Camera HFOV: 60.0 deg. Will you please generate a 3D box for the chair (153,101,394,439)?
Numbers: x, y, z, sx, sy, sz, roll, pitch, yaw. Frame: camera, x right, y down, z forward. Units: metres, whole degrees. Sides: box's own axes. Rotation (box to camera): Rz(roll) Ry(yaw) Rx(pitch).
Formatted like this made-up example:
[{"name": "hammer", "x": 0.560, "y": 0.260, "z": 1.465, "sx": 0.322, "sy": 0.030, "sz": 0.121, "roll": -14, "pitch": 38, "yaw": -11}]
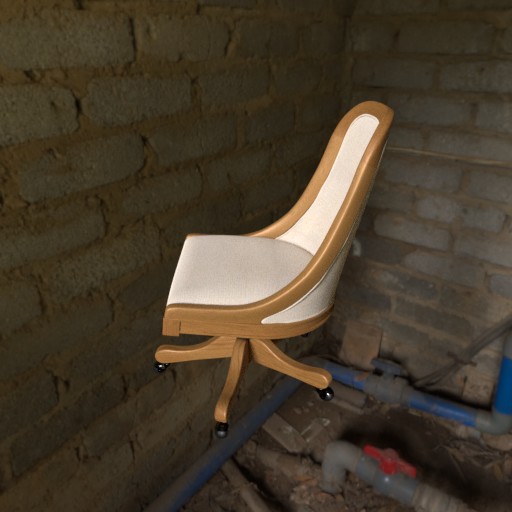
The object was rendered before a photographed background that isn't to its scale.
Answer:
[{"name": "chair", "x": 0.000, "y": 0.000, "z": 1.549, "sx": 0.811, "sy": 1.009, "sz": 0.702, "roll": -1, "pitch": 26, "yaw": -1}]
